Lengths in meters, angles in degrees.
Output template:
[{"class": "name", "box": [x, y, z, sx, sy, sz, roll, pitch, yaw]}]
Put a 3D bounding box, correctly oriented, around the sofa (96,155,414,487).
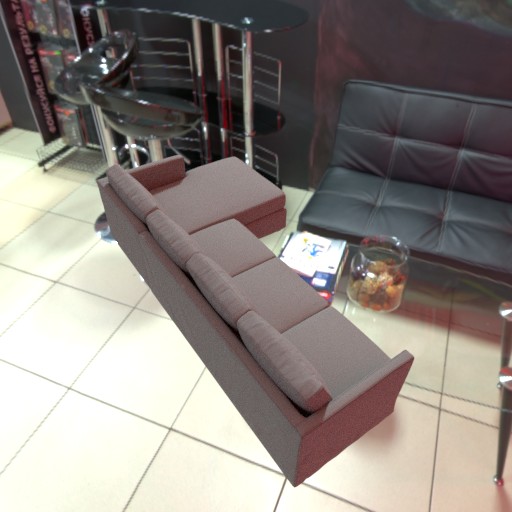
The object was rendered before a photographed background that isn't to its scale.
[{"class": "sofa", "box": [0.000, 0.000, 3.865, 1.622, 0.867, 3.177, -25, 47, -25]}]
